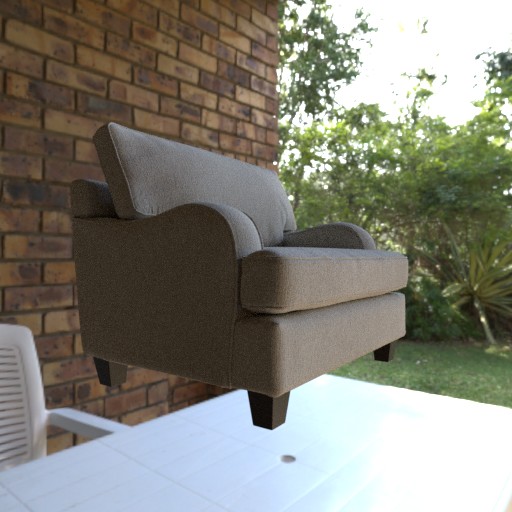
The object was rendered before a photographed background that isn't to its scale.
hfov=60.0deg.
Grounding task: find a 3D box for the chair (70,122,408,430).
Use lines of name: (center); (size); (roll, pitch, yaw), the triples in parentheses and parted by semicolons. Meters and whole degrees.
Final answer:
chair: (0.000, 0.000, 1.984); (1.041, 1.016, 1.220); (0, 0, 35)
